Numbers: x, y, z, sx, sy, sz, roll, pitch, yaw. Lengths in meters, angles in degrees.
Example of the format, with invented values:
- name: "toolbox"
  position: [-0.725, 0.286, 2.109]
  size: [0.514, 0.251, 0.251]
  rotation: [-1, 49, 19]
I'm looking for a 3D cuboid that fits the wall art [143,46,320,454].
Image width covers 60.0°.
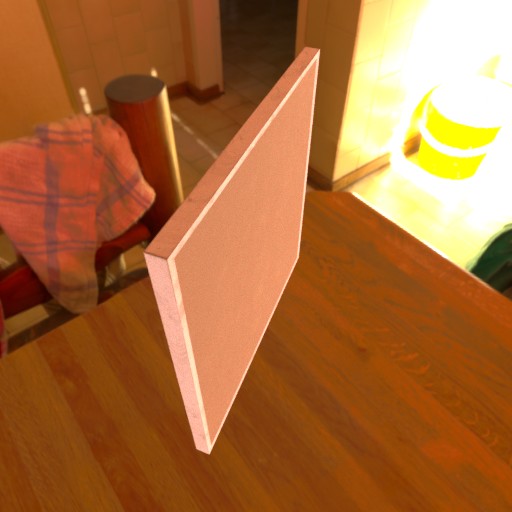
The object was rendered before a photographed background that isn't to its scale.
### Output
- name: "wall art"
  position: [0.000, 0.000, 1.134]
  size: [0.038, 0.757, 0.760]
  rotation: [16, 49, 15]
